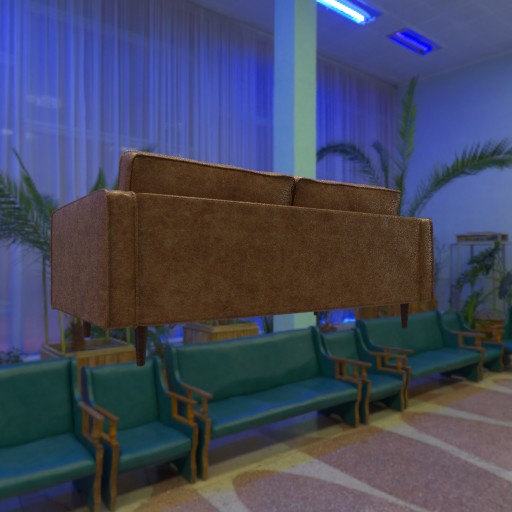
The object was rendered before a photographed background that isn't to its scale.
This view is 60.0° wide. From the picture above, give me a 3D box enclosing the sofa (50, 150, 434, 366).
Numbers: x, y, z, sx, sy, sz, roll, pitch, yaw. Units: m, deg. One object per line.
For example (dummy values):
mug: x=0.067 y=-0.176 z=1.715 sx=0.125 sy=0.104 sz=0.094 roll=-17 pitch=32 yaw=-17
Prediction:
sofa: x=0.000 y=0.000 z=2.393 sx=1.920 sy=0.825 sz=0.924 roll=0 pitch=-1 yaw=-35
